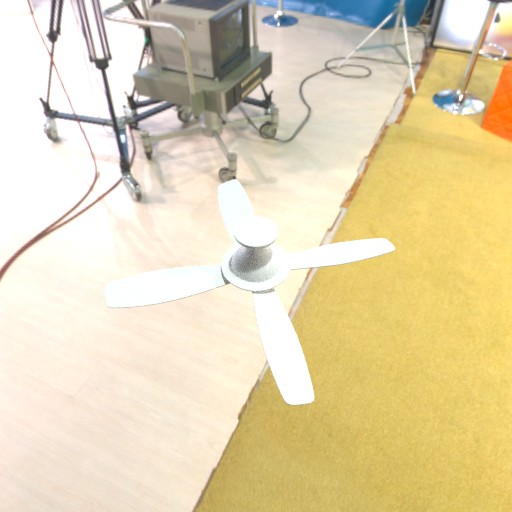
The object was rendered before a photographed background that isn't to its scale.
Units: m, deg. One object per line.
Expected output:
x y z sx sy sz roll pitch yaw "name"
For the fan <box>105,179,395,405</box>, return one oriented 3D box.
0.000 0.000 2.478 1.693 0.382 1.694 -10 47 -10 "fan"
